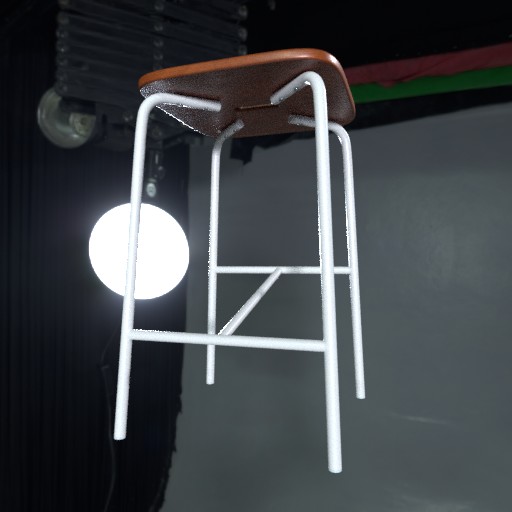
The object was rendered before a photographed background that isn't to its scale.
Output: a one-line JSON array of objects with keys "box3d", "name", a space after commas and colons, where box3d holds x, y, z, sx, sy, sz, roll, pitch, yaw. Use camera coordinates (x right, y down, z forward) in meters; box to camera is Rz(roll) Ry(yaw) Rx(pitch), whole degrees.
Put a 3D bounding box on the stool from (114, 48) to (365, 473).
[{"box3d": [0.000, 0.000, 0.856, 0.376, 0.610, 0.376, 0, -1, 19], "name": "stool"}]
